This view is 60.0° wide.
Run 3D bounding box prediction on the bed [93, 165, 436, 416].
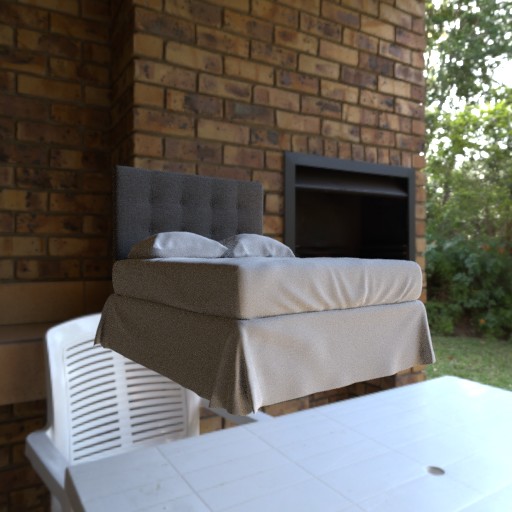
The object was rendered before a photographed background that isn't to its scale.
[{"bbox_3d":[0.000,0.000,3.560,1.936,1.577,2.222,0,0,-37],"label":"bed"}]
